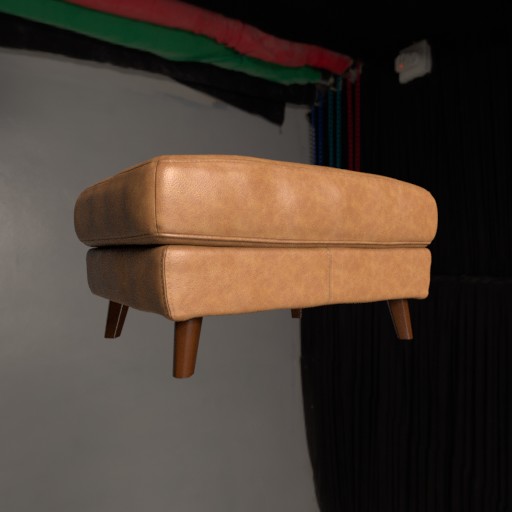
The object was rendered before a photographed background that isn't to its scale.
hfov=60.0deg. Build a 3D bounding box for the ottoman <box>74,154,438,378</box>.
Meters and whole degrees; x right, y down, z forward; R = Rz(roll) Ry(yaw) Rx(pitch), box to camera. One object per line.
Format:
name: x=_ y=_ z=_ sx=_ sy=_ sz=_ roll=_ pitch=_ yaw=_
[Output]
ottoman: x=0.000 y=0.000 z=1.251 sx=0.869 sy=0.461 sz=0.630 roll=0 pitch=1 yaw=-34
